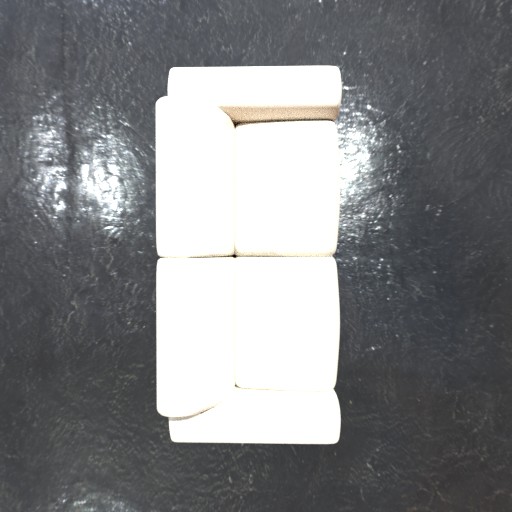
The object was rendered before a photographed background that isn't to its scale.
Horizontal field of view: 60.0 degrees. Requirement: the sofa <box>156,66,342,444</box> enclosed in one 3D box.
[{"bbox_3d":[0.000,0.000,2.369,0.900,0.772,1.901,0,91,2],"label":"sofa"}]
